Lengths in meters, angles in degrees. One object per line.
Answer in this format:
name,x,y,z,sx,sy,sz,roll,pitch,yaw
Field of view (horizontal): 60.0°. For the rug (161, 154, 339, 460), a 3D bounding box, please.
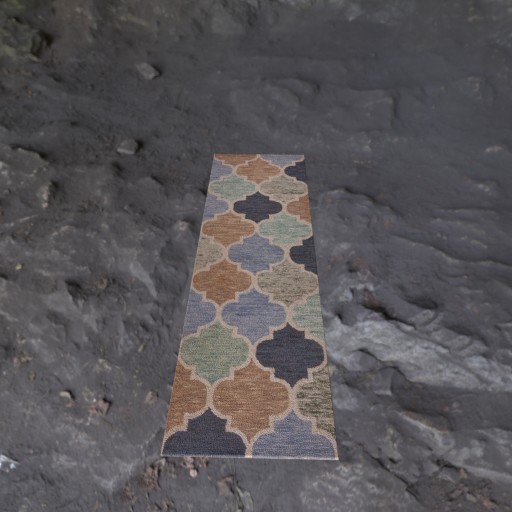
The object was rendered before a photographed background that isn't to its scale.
rug,0.000,0.000,2.543,0.687,0.011,2.287,1,43,1
